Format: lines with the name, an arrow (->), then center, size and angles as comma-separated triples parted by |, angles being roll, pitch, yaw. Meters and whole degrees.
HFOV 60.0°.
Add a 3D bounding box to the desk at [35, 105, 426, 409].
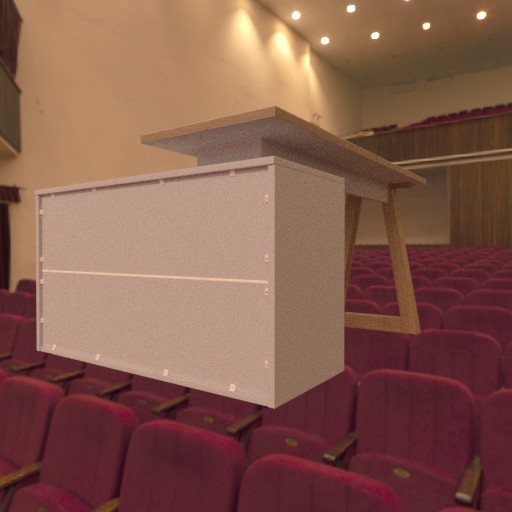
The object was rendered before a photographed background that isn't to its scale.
desk -> 0.000, 0.000, 1.965 | 1.098, 0.755, 1.404 | 1, 1, 35
